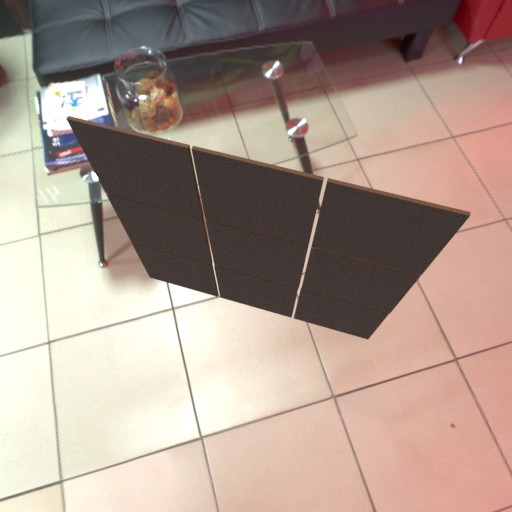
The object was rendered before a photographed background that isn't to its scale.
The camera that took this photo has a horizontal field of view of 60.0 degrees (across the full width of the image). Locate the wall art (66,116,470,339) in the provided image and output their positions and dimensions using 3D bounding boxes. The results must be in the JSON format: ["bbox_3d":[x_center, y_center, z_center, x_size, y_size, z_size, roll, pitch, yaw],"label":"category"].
[{"bbox_3d":[0.000,0.000,2.292,1.527,1.521,0.017,15,64,7],"label":"wall art"}]
